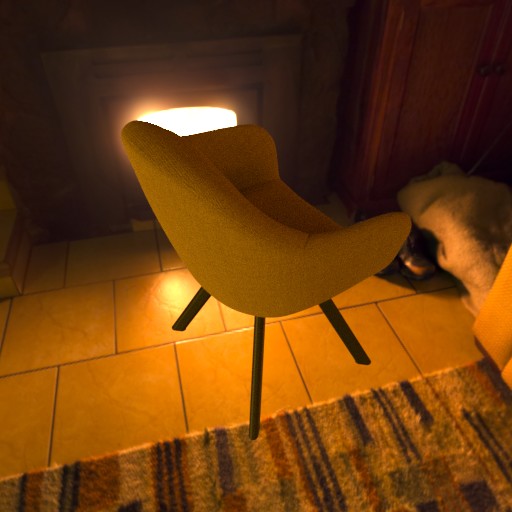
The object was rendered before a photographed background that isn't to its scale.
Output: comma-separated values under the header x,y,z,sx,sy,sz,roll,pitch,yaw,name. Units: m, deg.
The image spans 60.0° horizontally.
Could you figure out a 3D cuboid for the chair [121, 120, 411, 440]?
x,y,z,sx,sy,sz,roll,pitch,yaw,name
0.000,0.000,1.175,0.550,0.795,0.590,-24,45,-26,chair
